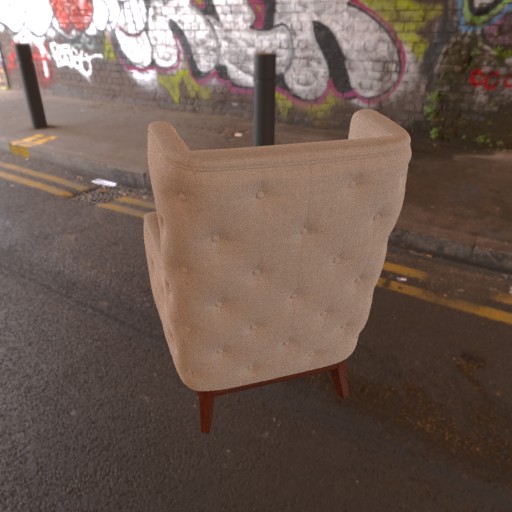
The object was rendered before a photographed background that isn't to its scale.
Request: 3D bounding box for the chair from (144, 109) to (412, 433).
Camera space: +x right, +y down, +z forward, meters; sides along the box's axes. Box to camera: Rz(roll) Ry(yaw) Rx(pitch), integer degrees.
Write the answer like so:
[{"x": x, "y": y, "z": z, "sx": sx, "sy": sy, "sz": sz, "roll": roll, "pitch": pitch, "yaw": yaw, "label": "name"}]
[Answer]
[{"x": 0.000, "y": 0.000, "z": 1.672, "sx": 0.778, "sy": 1.079, "sz": 0.899, "roll": -8, "pitch": 29, "yaw": -15, "label": "chair"}]
